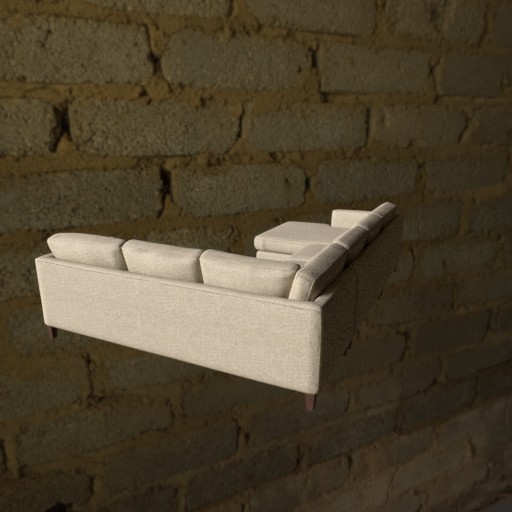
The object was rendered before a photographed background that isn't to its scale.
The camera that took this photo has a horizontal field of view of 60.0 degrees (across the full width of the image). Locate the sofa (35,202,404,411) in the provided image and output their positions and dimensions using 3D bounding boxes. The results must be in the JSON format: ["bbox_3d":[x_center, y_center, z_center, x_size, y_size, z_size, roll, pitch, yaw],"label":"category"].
[{"bbox_3d":[0.000,0.000,4.783,2.593,0.959,3.460,8,18,25],"label":"sofa"}]
